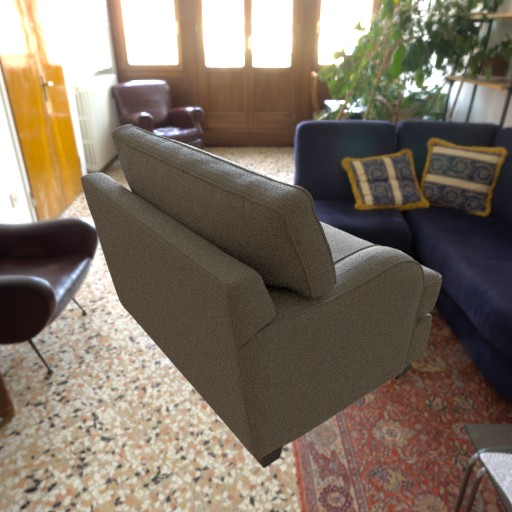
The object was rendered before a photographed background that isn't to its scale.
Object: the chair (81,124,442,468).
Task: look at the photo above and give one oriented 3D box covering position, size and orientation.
[{"bbox_3d":[0.000,0.000,1.921,1.040,1.016,1.220,-19,32,-32],"label":"chair"}]
